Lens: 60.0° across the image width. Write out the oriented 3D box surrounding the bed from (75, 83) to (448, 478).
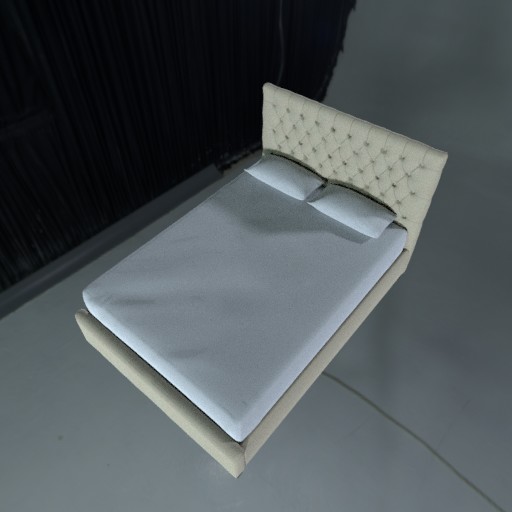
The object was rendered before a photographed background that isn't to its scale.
[{"bbox_3d":[0.000,0.000,3.458,1.698,1.427,2.387,32,55,26],"label":"bed"}]
